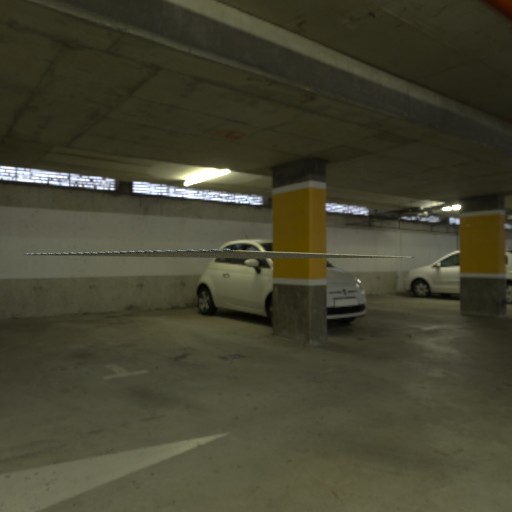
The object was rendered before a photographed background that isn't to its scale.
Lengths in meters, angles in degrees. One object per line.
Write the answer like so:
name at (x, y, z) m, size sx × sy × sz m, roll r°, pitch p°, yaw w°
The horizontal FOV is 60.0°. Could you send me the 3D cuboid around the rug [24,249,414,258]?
rug at (0.000, 0.000, 2.610) m, size 1.248 × 0.009 × 2.108 m, roll -1°, pitch -1°, yaw 35°
